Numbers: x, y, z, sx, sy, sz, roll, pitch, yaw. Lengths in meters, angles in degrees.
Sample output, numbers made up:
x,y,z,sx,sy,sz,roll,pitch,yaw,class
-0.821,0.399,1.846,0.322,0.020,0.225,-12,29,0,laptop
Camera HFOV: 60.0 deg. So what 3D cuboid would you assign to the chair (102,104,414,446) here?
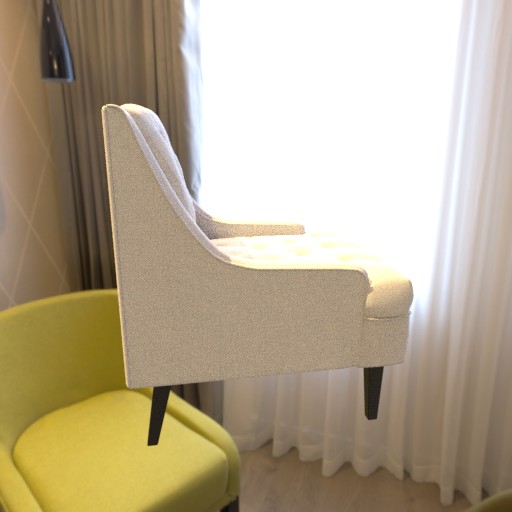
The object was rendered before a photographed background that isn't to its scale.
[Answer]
x,y,z,sx,sy,sz,roll,pitch,yaw,class
0.000,0.000,1.405,0.772,0.891,0.658,-3,16,-10,chair
